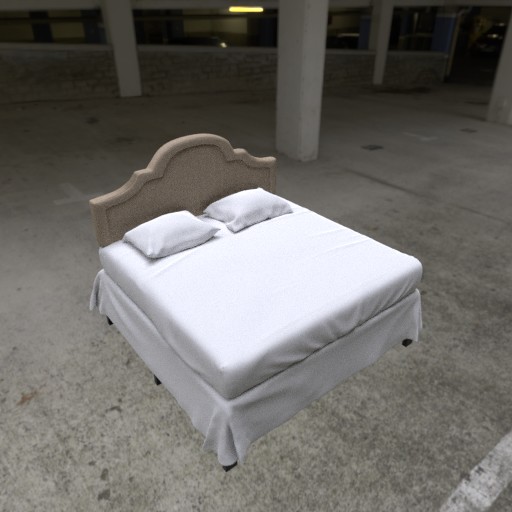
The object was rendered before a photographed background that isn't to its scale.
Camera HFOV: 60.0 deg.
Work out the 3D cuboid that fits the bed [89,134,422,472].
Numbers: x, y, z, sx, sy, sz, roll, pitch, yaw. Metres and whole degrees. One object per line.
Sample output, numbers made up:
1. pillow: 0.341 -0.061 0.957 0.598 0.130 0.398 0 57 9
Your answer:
1. bed: 0.000 0.000 3.720 2.303 1.631 2.222 -22 36 -32
